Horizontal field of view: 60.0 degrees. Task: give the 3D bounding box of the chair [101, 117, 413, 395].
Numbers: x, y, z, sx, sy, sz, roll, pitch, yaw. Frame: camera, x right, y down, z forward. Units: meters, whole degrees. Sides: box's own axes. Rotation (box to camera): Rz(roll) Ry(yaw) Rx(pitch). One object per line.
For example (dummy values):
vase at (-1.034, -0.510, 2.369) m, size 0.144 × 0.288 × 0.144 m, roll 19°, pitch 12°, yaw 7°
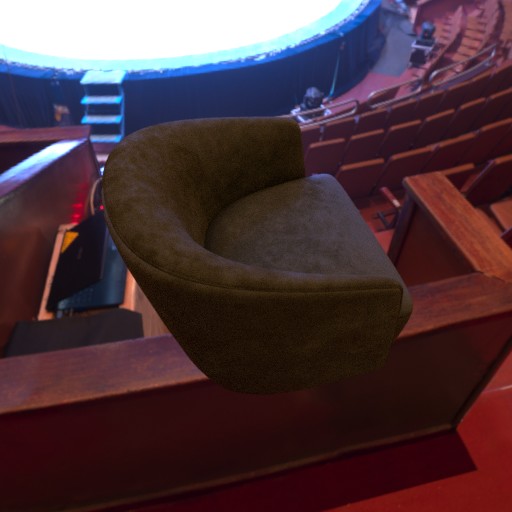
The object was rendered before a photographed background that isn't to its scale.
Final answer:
chair at (0.000, 0.000, 1.356) m, size 0.767 × 0.698 × 0.773 m, roll -11°, pitch 47°, yaw -10°
